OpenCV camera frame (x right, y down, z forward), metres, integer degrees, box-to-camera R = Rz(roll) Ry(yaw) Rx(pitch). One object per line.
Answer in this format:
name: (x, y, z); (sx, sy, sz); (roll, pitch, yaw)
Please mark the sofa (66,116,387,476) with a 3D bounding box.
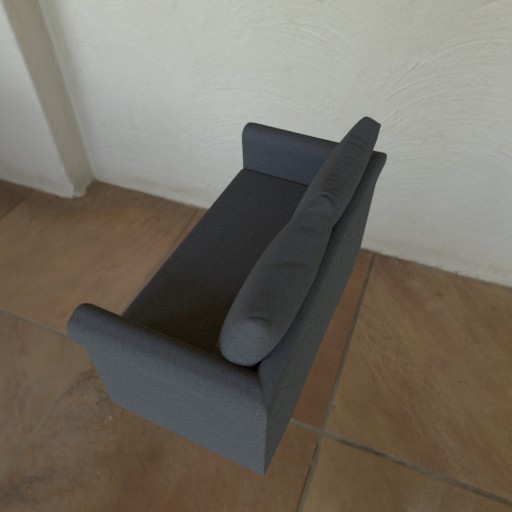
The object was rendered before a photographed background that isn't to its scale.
sofa: (0.000, 0.000, 1.943); (0.741, 0.872, 1.460); (18, 49, 17)
